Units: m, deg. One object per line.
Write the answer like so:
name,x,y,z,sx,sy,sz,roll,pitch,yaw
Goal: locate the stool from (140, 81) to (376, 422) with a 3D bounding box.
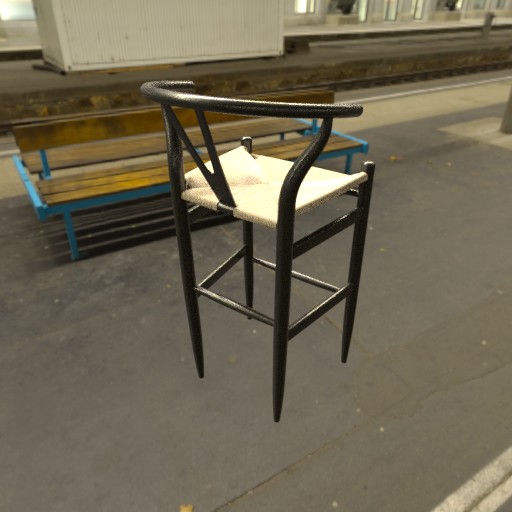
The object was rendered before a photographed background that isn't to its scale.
stool,0.000,0.000,1.408,0.569,1.072,0.579,20,36,30
